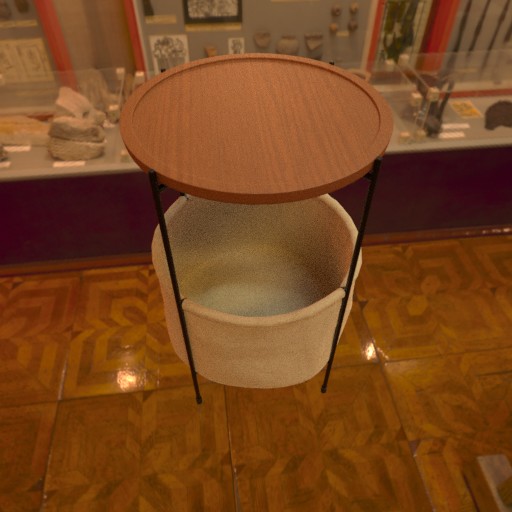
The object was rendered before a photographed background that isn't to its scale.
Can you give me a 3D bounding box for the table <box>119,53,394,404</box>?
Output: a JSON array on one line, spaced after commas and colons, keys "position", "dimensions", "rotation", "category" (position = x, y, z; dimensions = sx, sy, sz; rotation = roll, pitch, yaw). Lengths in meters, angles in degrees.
[{"position": [0.000, 0.000, 0.862], "dimensions": [0.393, 0.623, 0.393], "rotation": [-4, 47, -4], "category": "table"}]
